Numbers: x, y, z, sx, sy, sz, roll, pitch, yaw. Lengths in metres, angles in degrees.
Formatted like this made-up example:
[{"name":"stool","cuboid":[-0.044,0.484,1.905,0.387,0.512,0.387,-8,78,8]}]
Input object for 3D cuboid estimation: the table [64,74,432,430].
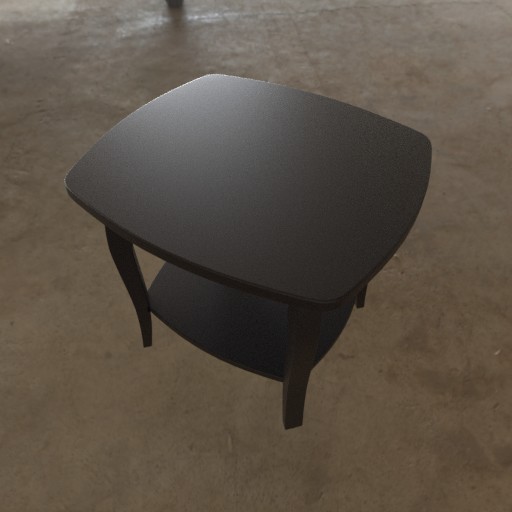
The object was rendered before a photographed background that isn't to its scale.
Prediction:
[{"name":"table","cuboid":[0.000,0.000,0.856,0.508,0.457,0.457,24,52,20]}]
